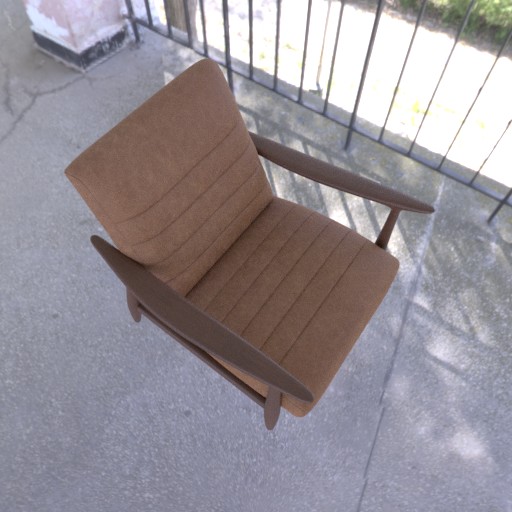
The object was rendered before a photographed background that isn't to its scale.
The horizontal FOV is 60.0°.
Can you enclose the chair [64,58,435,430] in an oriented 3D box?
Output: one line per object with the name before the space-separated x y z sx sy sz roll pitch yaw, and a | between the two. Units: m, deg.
chair | 0.000 0.000 1.419 0.798 0.832 0.741 31 63 18
